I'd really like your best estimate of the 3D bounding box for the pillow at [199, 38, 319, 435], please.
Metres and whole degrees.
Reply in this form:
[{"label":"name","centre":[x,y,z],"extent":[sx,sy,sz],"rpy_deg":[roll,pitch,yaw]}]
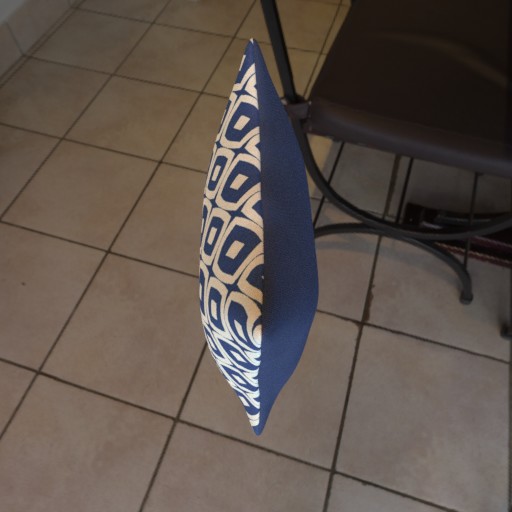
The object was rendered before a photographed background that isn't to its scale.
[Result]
[{"label":"pillow","centre":[0.000,0.000,0.767],"extent":[0.188,0.494,0.504],"rpy_deg":[-1,57,-1]}]
